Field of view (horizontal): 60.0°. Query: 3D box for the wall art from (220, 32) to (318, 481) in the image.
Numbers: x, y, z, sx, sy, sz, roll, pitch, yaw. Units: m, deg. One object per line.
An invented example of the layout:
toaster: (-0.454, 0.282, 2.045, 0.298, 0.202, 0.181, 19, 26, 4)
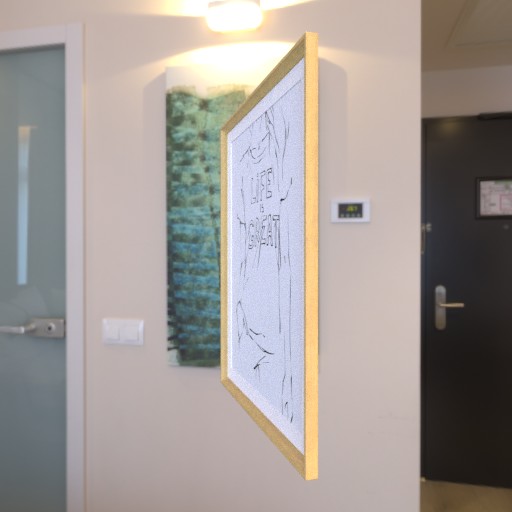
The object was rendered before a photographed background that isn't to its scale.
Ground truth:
wall art: (0.000, 0.000, 1.372, 0.030, 1.002, 0.798, 0, 0, -18)
